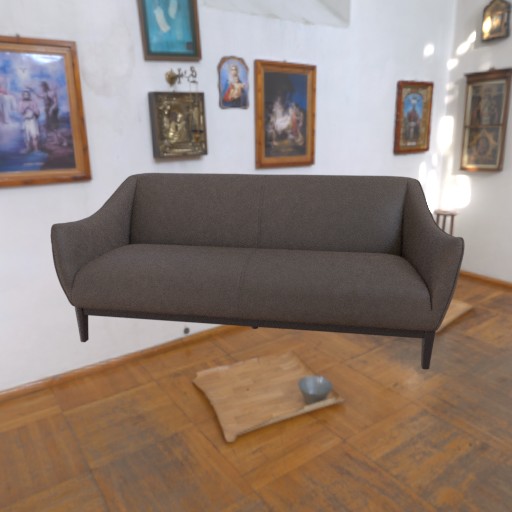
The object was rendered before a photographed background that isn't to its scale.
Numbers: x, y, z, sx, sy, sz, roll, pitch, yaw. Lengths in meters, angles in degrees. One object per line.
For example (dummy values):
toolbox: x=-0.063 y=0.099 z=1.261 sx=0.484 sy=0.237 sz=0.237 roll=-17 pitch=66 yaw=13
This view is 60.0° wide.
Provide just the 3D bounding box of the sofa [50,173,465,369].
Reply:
sofa: x=0.000 y=0.000 z=2.440 sx=1.928 sy=0.831 sz=0.869 roll=2 pitch=15 yaw=9
